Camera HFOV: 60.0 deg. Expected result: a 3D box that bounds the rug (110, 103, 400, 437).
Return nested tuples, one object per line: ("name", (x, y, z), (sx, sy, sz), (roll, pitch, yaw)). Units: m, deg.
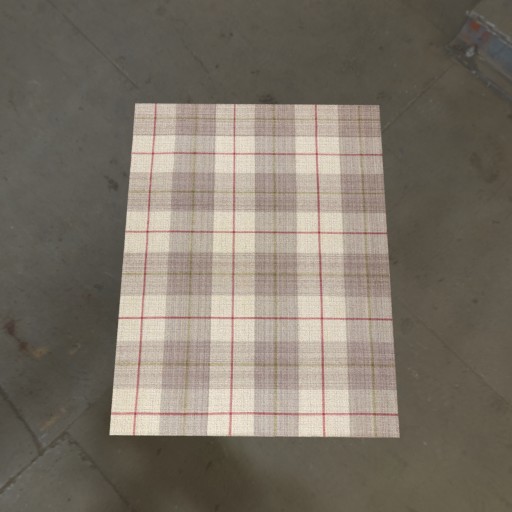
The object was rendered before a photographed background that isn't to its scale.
("rug", (0.000, 0.000, 3.883), (2.317, 0.016, 2.959), (0, 77, 0))
